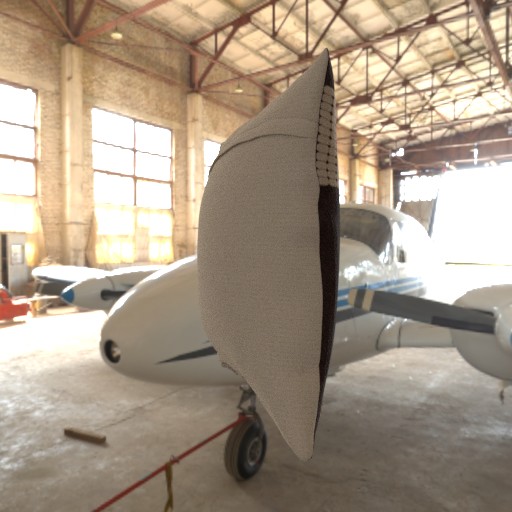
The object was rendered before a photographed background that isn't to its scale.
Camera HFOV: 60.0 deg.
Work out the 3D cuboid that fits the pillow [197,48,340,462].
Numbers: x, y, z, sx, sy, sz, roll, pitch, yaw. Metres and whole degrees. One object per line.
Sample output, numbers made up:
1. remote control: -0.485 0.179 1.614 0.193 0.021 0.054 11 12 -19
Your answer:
1. pillow: 0.000 0.000 0.716 0.178 0.473 0.475 0 1 -18
